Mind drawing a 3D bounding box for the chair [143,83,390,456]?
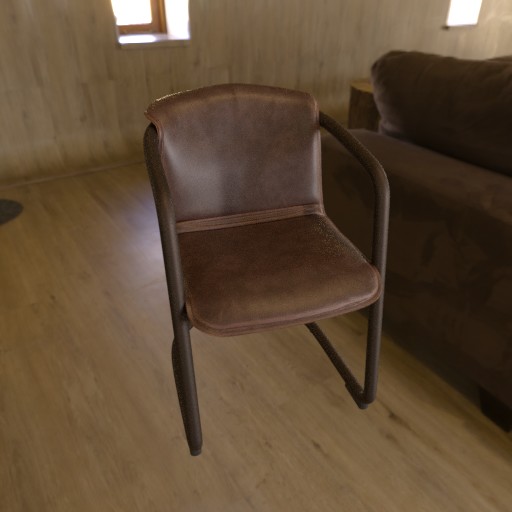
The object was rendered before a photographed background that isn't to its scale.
[{"bbox_3d":[0.000,0.000,1.243,0.536,0.836,0.664,-9,32,-15],"label":"chair"}]
